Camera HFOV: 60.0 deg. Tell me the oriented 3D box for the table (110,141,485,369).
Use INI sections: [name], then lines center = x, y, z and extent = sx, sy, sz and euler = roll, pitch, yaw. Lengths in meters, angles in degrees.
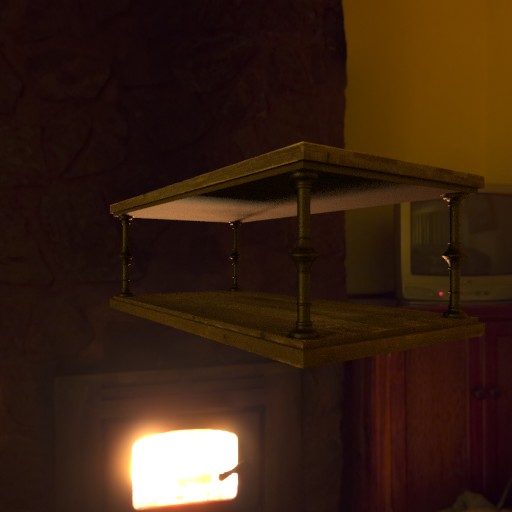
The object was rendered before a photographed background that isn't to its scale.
[table]
center = 0.000, 0.000, 1.332
extent = 0.554, 0.373, 1.088
euler = 0, 0, -34
